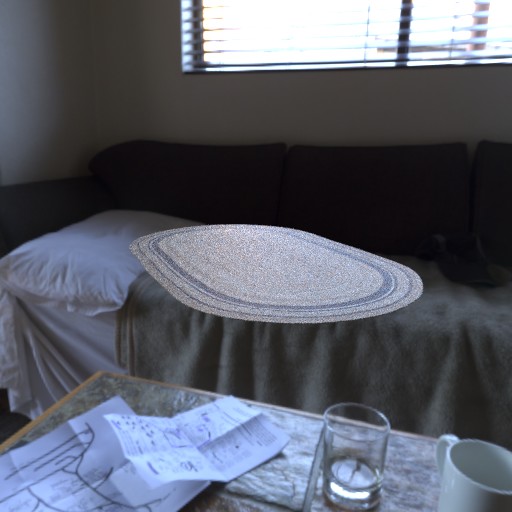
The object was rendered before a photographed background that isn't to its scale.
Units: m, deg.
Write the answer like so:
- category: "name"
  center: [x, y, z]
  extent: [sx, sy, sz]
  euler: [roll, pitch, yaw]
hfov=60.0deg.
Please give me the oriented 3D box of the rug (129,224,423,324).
- category: "rug"
  center: [0.000, 0.000, 3.066]
  extent: [1.520, 0.006, 2.432]
  euler: [-7, 16, -25]
